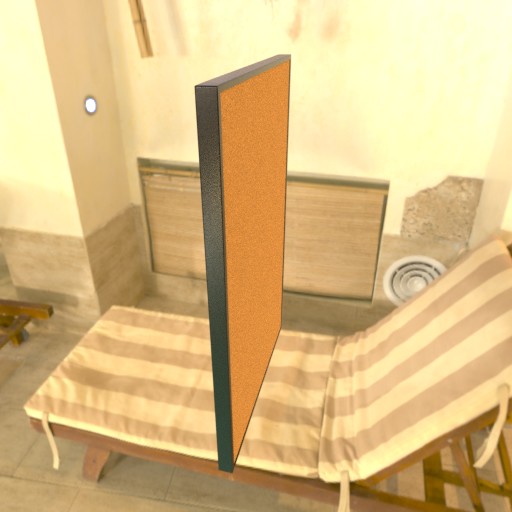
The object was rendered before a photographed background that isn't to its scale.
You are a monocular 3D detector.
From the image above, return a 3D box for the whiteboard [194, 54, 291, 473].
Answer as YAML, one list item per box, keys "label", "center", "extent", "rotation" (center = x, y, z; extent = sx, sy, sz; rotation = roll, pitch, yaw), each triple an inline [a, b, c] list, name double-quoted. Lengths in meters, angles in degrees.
- label: "whiteboard"
  center: [0.000, 0.000, 0.769]
  extent: [0.026, 0.611, 0.406]
  rotation: [7, 30, 13]
